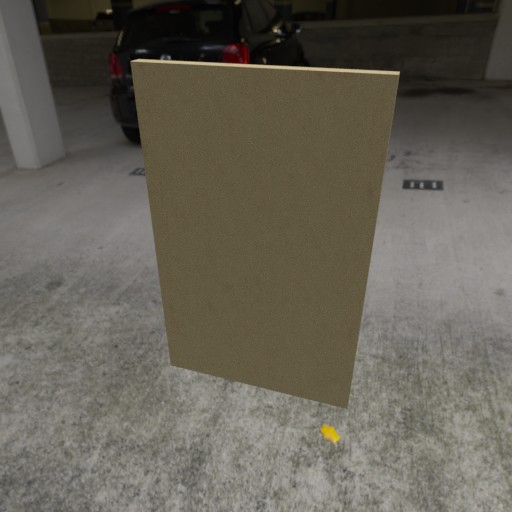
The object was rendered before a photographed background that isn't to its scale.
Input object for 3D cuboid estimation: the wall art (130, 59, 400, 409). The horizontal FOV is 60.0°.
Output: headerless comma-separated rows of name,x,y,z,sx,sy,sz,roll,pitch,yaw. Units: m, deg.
wall art,0.000,0.000,1.020,0.510,0.810,0.039,9,32,15
